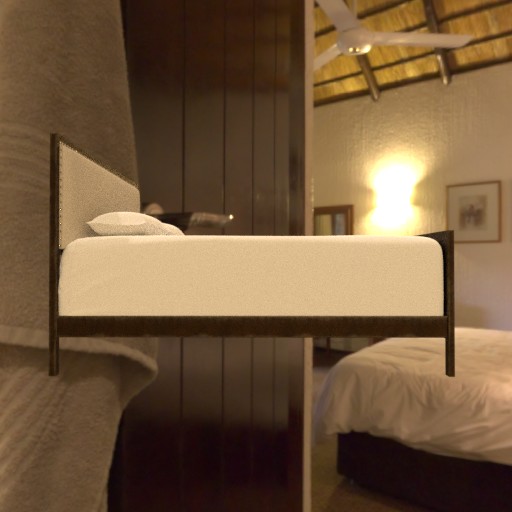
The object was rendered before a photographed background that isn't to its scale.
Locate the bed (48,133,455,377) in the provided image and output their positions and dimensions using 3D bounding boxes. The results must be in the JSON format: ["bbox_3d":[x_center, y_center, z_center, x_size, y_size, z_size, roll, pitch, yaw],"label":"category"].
[{"bbox_3d":[0.000,0.000,3.185,2.221,1.313,1.607,0,-1,0],"label":"bed"}]
